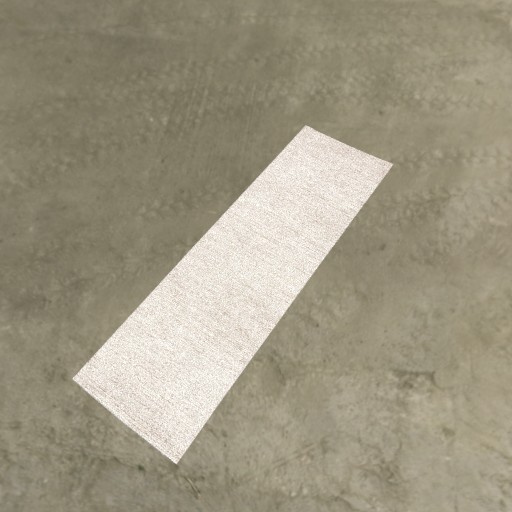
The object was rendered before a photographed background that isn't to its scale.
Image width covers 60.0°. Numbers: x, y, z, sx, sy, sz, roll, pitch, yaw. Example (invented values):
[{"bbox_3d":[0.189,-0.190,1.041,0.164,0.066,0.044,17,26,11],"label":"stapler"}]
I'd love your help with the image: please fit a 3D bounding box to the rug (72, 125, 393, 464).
[{"bbox_3d":[0.000,0.000,2.709,0.712,0.013,2.346,31,63,18],"label":"rug"}]
